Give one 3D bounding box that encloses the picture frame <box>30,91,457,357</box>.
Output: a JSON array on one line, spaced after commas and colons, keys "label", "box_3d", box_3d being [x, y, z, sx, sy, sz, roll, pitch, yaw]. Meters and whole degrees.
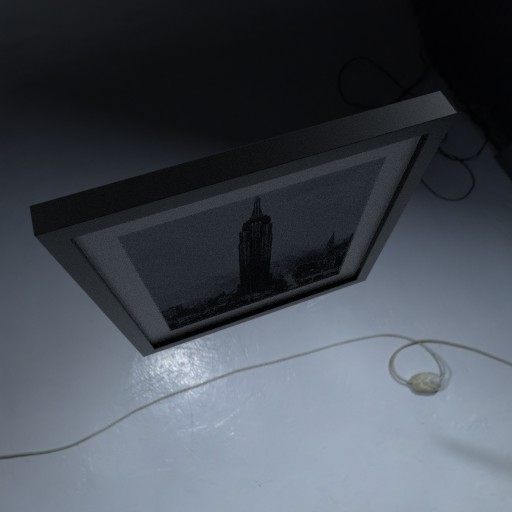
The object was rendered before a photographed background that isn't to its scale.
[{"label": "picture frame", "box_3d": [0.000, 0.000, 0.514, 0.355, 0.353, 0.029, -18, 64, -9]}]
